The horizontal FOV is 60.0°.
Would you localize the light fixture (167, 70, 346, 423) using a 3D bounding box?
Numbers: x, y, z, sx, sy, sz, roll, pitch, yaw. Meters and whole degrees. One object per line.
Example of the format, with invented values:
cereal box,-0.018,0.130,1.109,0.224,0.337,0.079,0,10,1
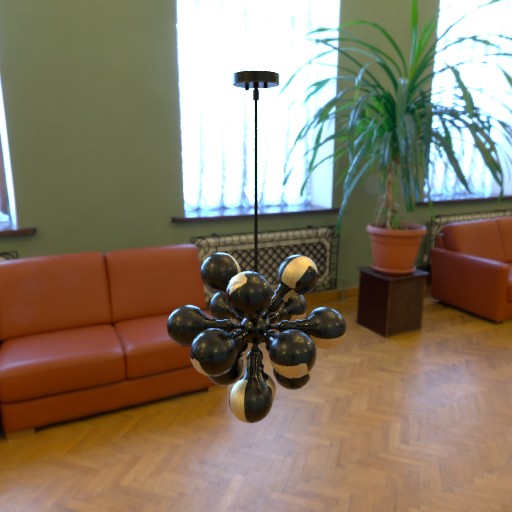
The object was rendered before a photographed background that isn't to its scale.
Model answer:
light fixture,0.000,0.000,1.118,0.420,0.859,0.468,-7,15,-27
